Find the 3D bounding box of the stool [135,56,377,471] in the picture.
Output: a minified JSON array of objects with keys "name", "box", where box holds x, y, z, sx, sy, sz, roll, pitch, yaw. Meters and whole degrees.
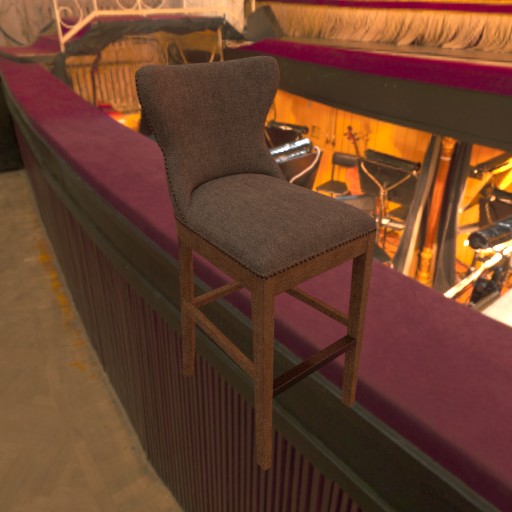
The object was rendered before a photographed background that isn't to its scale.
[{"name":"stool","box":[0.000,0.000,1.420,0.494,1.123,0.606,-22,36,-33]}]
